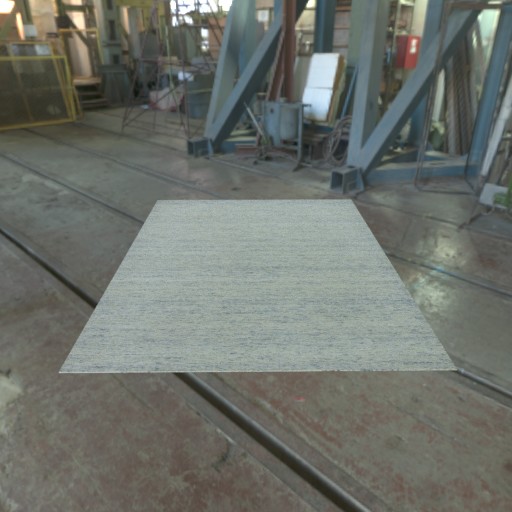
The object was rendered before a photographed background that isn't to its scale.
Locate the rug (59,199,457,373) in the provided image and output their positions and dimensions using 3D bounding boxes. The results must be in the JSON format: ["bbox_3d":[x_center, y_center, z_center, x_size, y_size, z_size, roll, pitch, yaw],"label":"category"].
[{"bbox_3d":[0.000,0.000,4.146,2.438,0.006,3.197,0,26,-1],"label":"rug"}]
